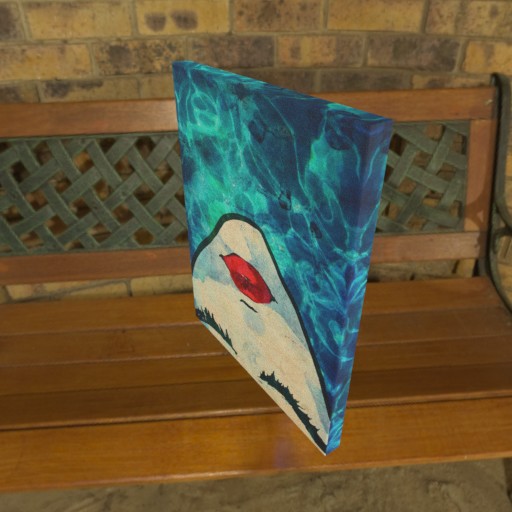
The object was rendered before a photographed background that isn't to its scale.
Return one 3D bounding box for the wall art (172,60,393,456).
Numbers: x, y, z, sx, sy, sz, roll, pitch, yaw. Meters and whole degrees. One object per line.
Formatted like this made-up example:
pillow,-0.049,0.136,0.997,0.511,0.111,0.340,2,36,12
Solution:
wall art,0.000,0.000,0.861,0.038,0.635,0.508,-21,38,-29
